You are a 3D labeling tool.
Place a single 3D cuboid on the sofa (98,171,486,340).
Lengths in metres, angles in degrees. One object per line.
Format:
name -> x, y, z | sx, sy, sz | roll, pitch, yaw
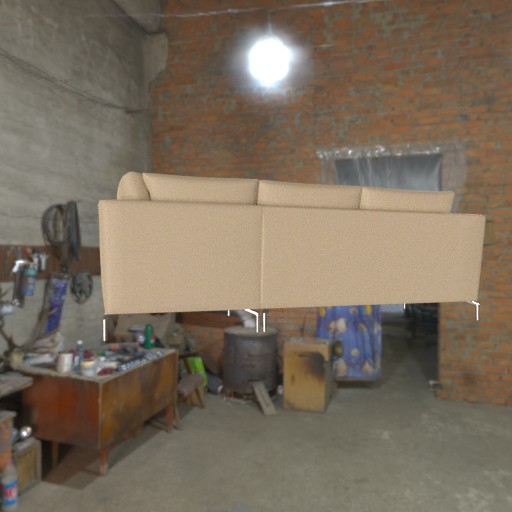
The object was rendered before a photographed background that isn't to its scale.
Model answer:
sofa -> 0.000, 0.000, 3.676 | 2.430, 0.867, 2.448 | 0, -1, -19
